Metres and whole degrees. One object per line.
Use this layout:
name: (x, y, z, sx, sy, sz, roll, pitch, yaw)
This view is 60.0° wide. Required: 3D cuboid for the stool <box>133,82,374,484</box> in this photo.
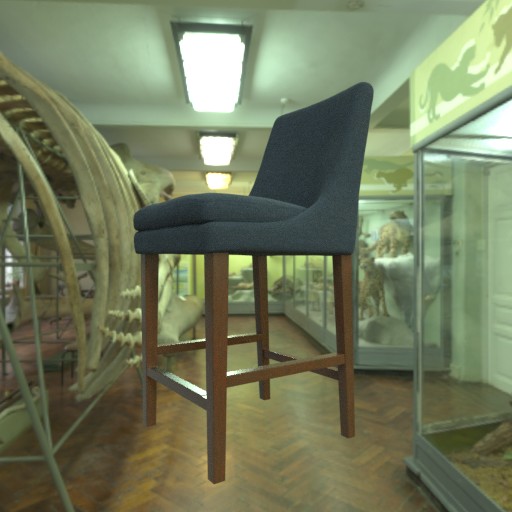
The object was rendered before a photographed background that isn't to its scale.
stool: (0.000, 0.000, 1.267, 0.577, 0.981, 0.470, 0, 0, -35)
